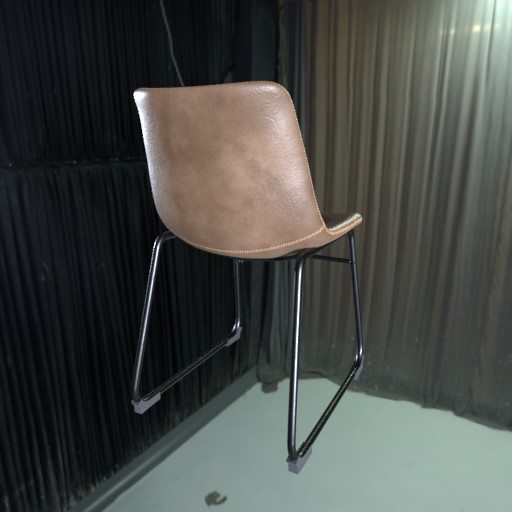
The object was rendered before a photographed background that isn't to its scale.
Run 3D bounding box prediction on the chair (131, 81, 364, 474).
[{"bbox_3d":[0.000,0.000,1.132,0.460,0.780,0.551,8,18,27],"label":"chair"}]
